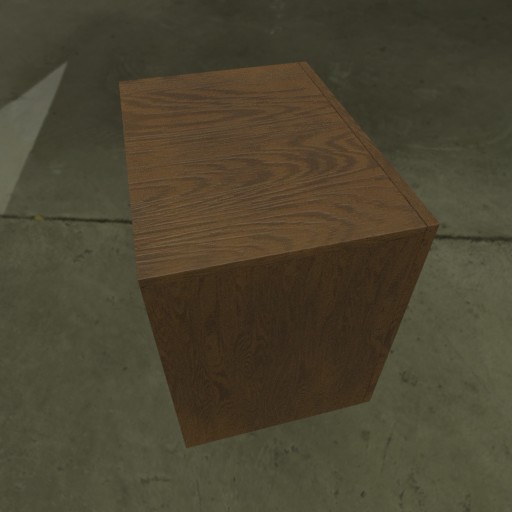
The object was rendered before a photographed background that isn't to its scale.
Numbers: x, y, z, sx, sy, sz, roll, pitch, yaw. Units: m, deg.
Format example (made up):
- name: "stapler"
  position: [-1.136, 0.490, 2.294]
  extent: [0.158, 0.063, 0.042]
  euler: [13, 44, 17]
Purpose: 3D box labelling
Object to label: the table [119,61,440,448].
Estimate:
- name: "table"
  position: [0.000, 0.000, 0.969]
  extent: [0.439, 0.585, 0.560]
  euler: [-10, 47, -10]
